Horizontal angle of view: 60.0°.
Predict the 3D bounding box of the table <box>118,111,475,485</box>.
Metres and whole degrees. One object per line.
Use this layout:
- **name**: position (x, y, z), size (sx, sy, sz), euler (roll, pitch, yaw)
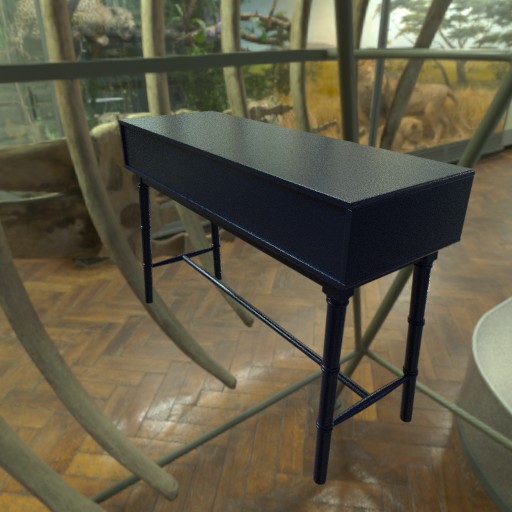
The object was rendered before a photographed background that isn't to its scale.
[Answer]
- **table**: position (0.000, 0.000, 1.430), size (0.399, 0.749, 1.118), euler (-17, 31, -32)
